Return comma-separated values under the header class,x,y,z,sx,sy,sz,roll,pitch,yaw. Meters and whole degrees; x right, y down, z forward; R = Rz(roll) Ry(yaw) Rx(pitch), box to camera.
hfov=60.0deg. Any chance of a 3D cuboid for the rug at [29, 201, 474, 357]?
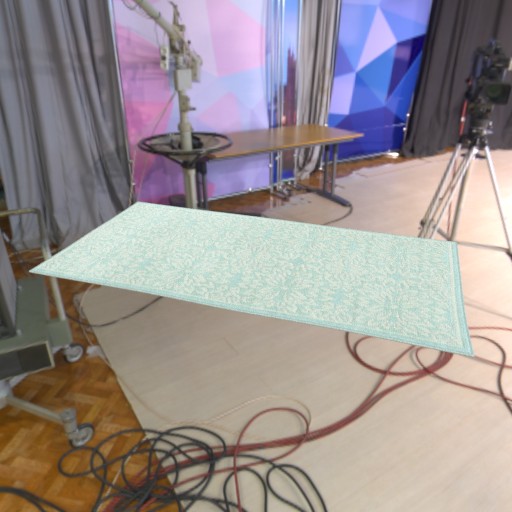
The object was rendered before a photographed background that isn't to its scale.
class,x,y,z,sx,sy,sz,roll,pitch,yaw
rug,0.000,0.000,1.398,1.219,0.007,0.604,9,29,16
